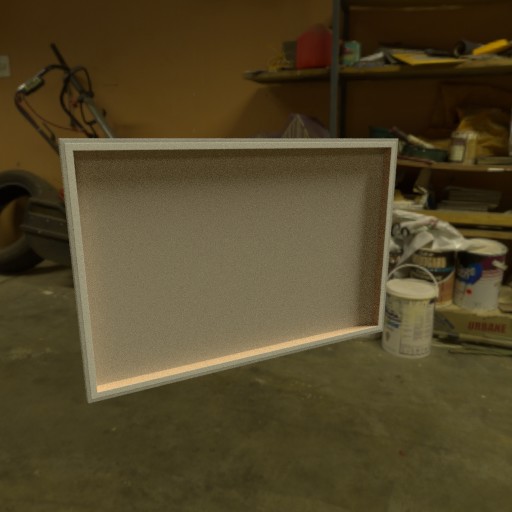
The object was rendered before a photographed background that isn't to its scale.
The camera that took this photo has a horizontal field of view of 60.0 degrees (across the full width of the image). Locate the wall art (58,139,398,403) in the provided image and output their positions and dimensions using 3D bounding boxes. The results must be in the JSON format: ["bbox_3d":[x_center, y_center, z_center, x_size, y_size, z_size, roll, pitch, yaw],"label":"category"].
[{"bbox_3d":[0.000,0.000,1.194,0.915,0.610,0.038,-7,16,-26],"label":"wall art"}]
